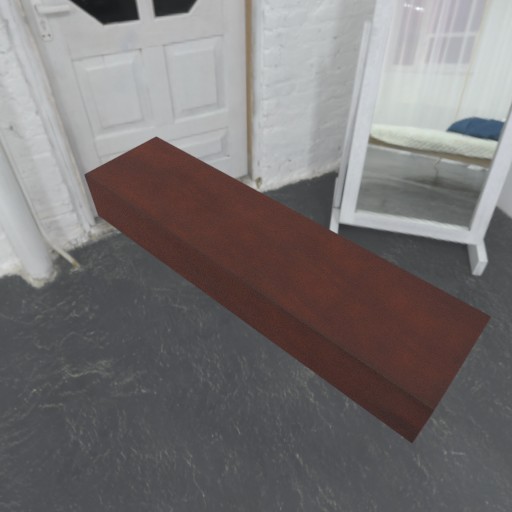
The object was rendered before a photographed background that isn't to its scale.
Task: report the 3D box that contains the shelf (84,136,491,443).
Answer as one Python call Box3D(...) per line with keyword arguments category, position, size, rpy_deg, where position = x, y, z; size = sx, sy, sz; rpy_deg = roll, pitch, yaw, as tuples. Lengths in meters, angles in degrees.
Box3D(category="shelf", position=(0.000, 0.000, 0.654), size=(0.607, 0.088, 0.152), rpy_deg=(32, 54, 27))
